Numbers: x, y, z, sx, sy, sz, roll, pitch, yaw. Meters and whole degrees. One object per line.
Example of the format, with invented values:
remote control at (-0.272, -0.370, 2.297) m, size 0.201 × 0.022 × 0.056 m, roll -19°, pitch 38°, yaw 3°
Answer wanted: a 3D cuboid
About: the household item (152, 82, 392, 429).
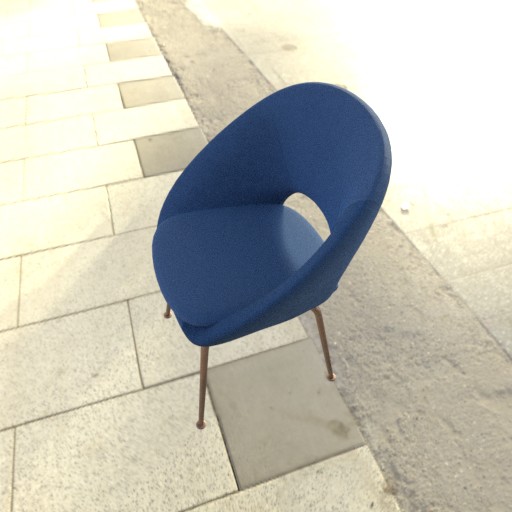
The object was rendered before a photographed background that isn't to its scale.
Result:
household item at (0.000, 0.000, 1.276) m, size 0.573 × 0.852 × 0.623 m, roll -15°, pitch 47°, yaw -15°
